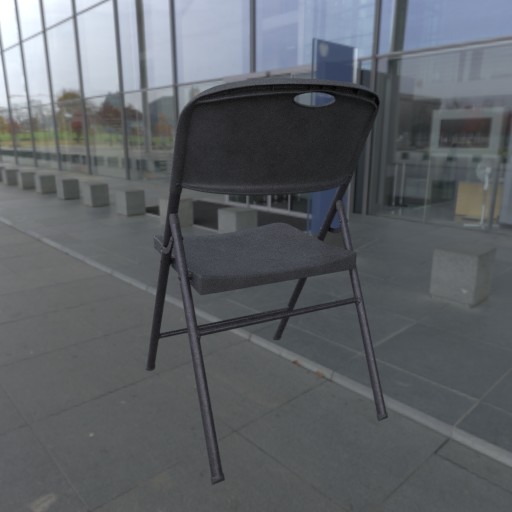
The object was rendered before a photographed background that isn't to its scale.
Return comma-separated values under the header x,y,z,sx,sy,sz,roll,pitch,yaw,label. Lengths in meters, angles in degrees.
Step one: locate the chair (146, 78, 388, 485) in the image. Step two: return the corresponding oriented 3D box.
x,y,z,sx,sy,sz,roll,pitch,yaw,label
0.000,0.000,1.162,0.494,0.810,0.567,-8,17,-27,chair
